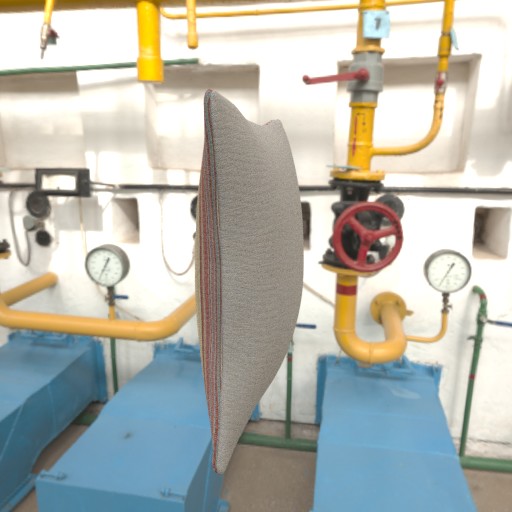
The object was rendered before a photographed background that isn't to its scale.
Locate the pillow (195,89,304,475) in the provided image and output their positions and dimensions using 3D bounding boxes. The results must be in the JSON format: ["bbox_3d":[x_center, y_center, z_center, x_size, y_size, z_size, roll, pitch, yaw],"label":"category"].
[{"bbox_3d":[0.000,0.000,0.660,0.136,0.419,0.437,3,14,11],"label":"pillow"}]
